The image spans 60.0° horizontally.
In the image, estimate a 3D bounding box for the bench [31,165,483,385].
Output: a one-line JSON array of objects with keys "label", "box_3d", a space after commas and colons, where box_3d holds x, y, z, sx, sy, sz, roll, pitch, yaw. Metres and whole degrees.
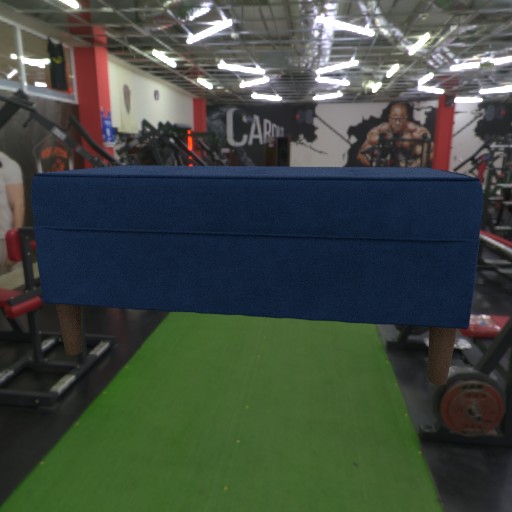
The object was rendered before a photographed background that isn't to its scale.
[{"label": "bench", "box_3d": [0.000, 0.000, 1.222, 1.010, 0.467, 0.489, 2, 14, 9]}]
